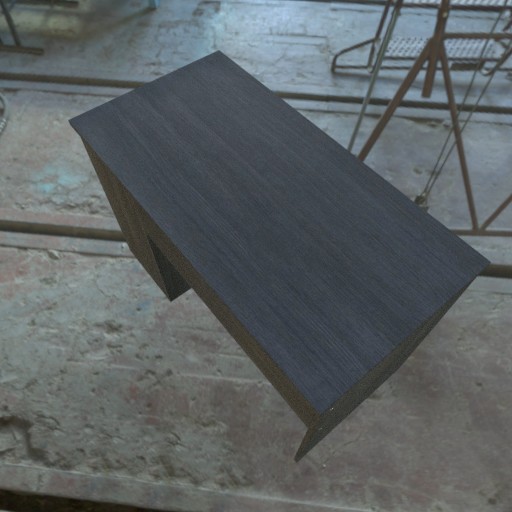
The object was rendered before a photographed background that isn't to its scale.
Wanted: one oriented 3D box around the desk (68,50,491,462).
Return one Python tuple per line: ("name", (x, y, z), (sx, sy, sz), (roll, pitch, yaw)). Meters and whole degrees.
("desk", (0.000, 0.000, 1.498), (0.560, 0.730, 1.096), (-34, 64, -20))
